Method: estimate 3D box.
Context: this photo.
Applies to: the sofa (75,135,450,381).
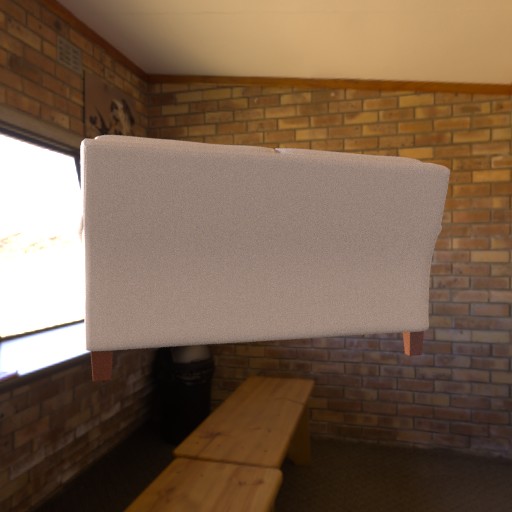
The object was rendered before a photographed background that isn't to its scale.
[{"bbox_3d":[0.000,0.000,2.516,1.853,1.101,1.084,0,0,-17],"label":"sofa"}]
